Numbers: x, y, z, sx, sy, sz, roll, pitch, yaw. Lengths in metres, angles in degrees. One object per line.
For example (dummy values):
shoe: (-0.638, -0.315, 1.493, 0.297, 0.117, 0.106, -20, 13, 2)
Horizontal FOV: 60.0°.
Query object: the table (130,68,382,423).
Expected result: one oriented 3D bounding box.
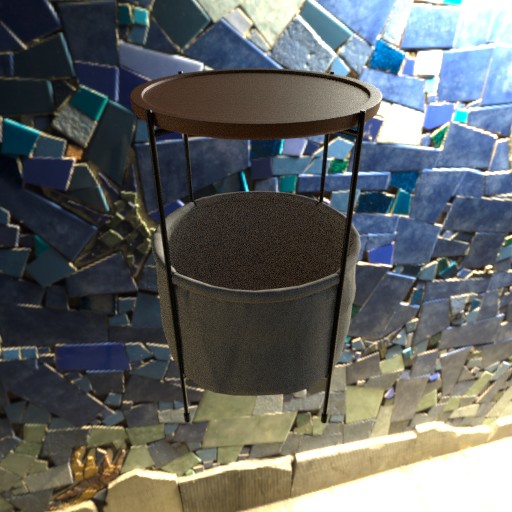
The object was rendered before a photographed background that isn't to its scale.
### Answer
table: (0.000, 0.000, 0.860, 0.393, 0.623, 0.393, 0, 32, 0)
